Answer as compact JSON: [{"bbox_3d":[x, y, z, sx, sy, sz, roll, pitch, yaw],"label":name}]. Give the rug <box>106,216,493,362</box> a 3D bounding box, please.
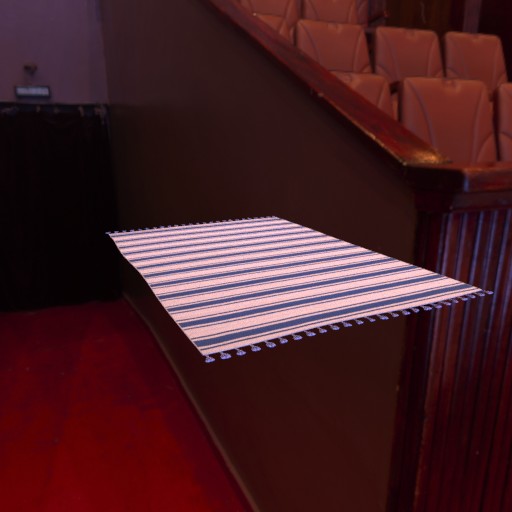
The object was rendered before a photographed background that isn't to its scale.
[{"bbox_3d":[0.000,0.000,2.893,1.544,0.010,2.315,-8,18,-25],"label":"rug"}]
